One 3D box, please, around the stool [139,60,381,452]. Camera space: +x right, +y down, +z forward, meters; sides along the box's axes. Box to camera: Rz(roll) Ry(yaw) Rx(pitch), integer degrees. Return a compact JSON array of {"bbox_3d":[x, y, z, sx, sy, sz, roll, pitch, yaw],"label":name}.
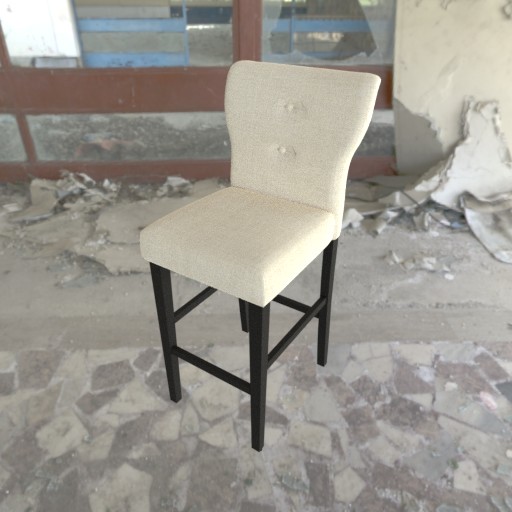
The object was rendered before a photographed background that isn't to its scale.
[{"bbox_3d":[0.000,0.000,1.485,0.516,1.124,0.603,19,36,28],"label":"stool"}]
